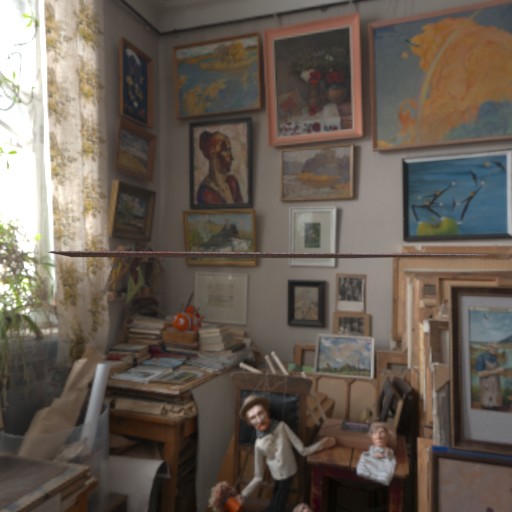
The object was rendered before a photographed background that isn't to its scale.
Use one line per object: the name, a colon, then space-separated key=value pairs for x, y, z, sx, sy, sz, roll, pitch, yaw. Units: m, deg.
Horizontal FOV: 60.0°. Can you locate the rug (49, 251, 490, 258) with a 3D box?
rug: x=0.000 y=0.000 z=2.278 sx=1.829 sy=0.006 sz=1.219 roll=0 pitch=-1 yaw=-19
